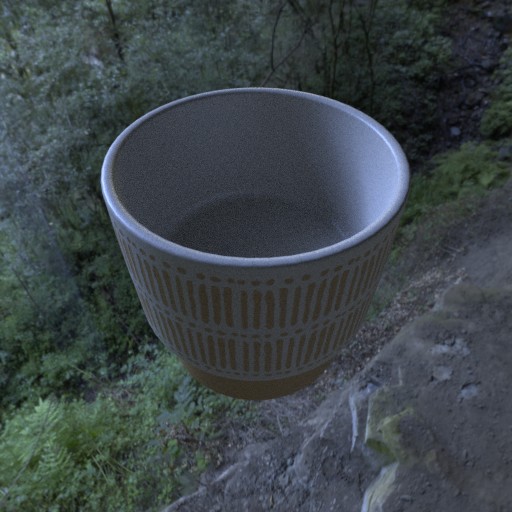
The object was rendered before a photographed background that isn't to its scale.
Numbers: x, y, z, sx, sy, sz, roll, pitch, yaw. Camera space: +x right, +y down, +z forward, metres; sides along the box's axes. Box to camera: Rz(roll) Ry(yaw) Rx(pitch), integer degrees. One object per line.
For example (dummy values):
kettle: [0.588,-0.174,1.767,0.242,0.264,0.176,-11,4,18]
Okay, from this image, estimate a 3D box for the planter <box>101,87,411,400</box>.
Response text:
planter: [0.000,0.000,0.572,0.317,0.303,0.317,0,46,0]
